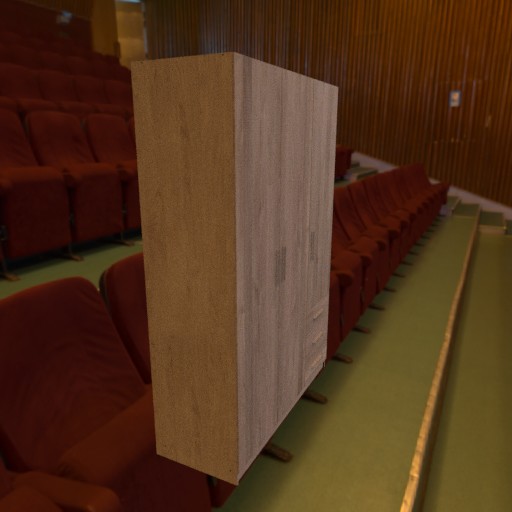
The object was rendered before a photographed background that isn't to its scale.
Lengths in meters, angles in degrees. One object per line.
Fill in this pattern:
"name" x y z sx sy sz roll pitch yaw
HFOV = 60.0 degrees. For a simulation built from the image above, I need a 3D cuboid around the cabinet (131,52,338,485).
"cabinet" 0.000 0.000 2.529 0.510 1.910 1.290 7 17 26
